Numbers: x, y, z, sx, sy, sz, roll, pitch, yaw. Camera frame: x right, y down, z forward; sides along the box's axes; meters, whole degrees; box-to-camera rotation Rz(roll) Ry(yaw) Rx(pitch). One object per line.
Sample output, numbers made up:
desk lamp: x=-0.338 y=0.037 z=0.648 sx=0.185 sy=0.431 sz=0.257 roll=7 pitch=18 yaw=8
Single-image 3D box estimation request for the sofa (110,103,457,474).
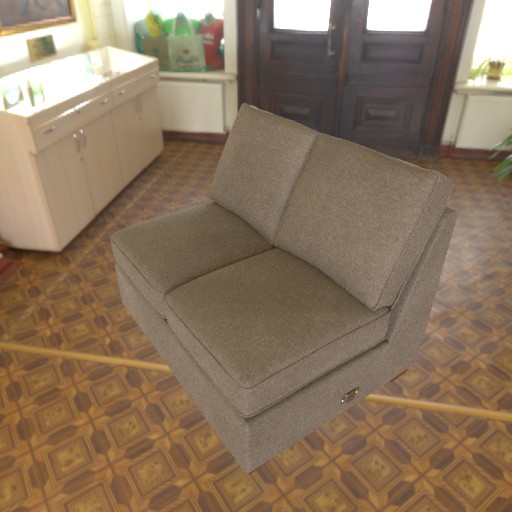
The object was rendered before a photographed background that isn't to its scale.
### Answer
sofa: x=0.000 y=0.000 z=1.976 sx=0.951 sy=1.008 sz=1.237 roll=-21 pitch=38 yaw=-29
